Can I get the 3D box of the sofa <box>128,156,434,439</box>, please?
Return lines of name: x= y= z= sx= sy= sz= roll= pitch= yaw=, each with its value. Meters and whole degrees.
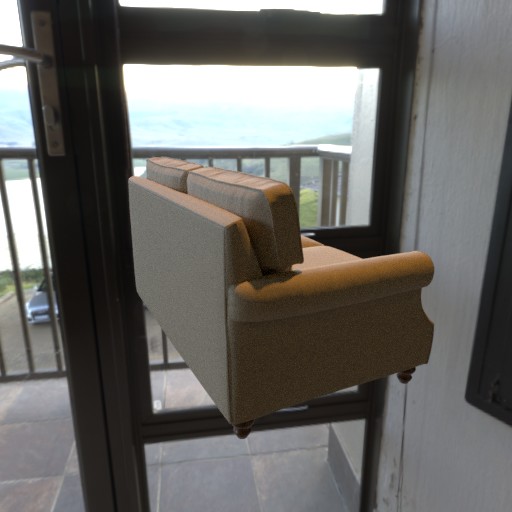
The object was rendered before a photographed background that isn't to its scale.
sofa: x=0.000 y=0.000 z=2.269 sx=0.964 sy=0.937 sz=1.665 roll=-8 pitch=18 yaw=-26
